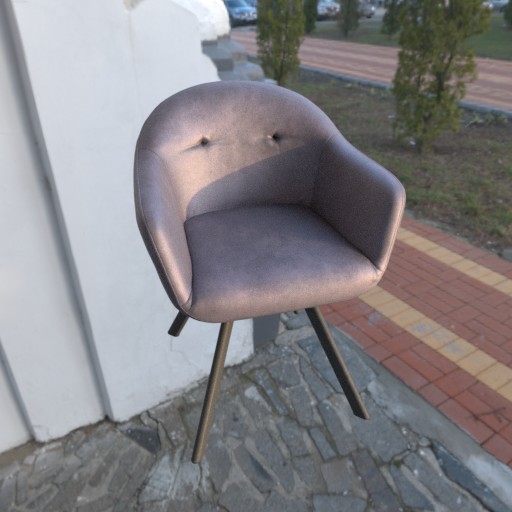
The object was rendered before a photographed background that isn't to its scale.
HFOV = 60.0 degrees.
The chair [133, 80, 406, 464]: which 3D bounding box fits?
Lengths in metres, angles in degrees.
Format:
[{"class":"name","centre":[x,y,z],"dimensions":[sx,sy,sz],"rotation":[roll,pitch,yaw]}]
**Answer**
[{"class":"chair","centre":[0.000,0.000,1.152],"dimensions":[0.567,0.781,0.544],"rotation":[-8,32,-14]}]
